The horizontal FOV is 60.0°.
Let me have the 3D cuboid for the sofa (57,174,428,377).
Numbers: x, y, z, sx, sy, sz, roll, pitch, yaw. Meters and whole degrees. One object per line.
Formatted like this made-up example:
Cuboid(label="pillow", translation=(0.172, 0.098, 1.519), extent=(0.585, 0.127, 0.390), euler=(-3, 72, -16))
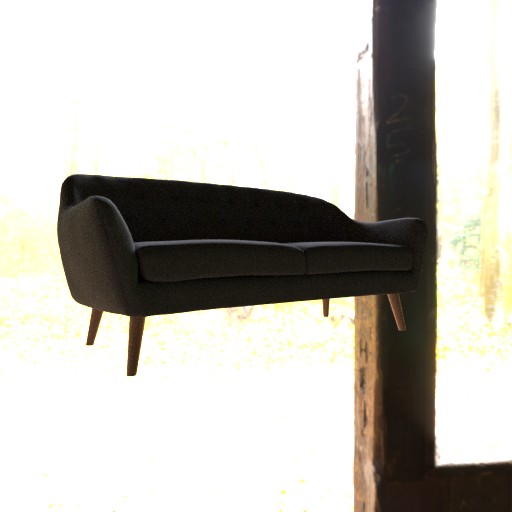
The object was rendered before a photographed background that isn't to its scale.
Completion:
Cuboid(label="sofa", translation=(0.000, 0.000, 2.257), extent=(1.840, 0.820, 0.820), euler=(-1, 1, -35))
